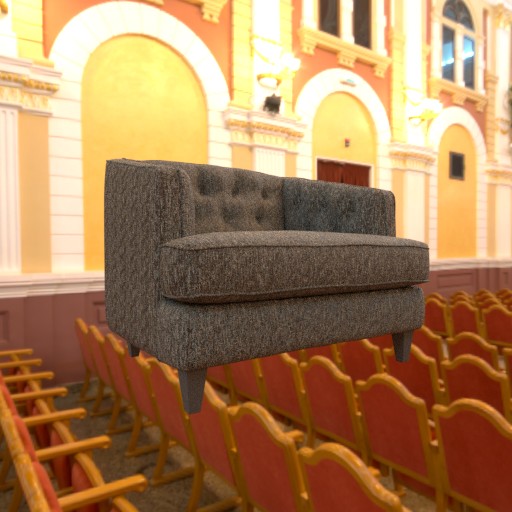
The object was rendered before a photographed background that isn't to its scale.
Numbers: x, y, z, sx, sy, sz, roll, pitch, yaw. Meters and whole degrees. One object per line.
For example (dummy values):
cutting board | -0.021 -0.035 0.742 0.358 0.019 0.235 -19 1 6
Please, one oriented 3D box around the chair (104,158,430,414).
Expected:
chair | 0.000 0.000 1.802 1.104 0.852 0.941 -1 2 -35
